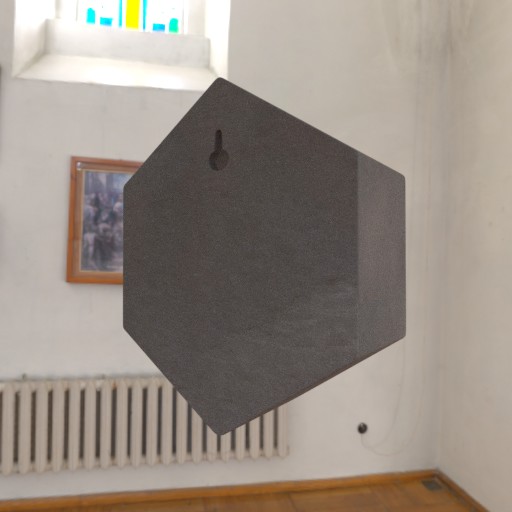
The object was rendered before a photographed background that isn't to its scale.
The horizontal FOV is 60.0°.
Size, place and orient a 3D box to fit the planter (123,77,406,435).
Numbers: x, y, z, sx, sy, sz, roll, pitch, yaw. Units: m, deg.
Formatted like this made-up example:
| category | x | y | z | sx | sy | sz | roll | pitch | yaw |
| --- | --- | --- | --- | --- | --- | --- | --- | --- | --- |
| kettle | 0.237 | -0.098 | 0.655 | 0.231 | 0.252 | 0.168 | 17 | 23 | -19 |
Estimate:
| category | x | y | z | sx | sy | sz | roll | pitch | yaw |
| --- | --- | --- | --- | --- | --- | --- | --- | --- | --- |
| planter | 0.000 | 0.000 | 0.286 | 0.169 | 0.206 | 0.077 | -1 | -1 | 35 |
